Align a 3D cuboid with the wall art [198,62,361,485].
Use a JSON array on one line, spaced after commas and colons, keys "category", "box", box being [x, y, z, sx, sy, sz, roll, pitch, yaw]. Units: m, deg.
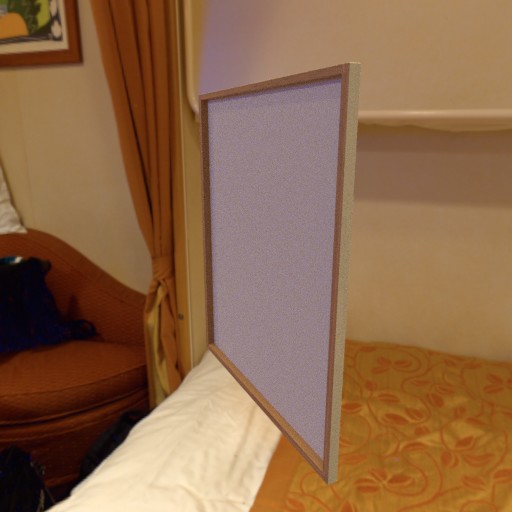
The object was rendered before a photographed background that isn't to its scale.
[{"category": "wall art", "box": [0.000, 0.000, 0.975, 0.021, 0.710, 0.609, -8, 17, -26]}]
